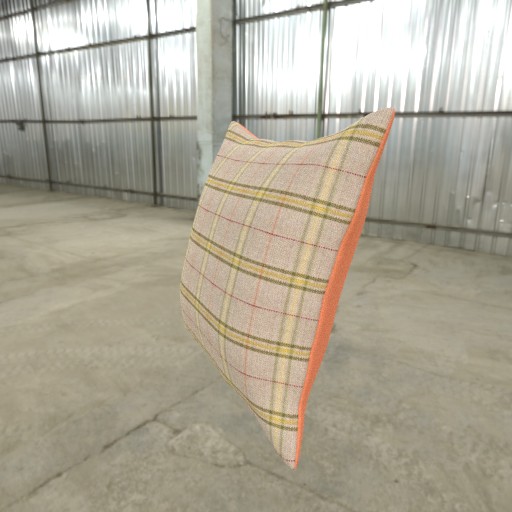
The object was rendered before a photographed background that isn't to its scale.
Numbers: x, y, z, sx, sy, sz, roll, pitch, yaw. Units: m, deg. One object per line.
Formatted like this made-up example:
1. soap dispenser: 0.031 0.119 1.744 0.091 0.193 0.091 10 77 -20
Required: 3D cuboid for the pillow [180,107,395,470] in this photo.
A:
1. pillow: 0.000 0.000 0.708 0.200 0.430 0.453 -7 17 -25
